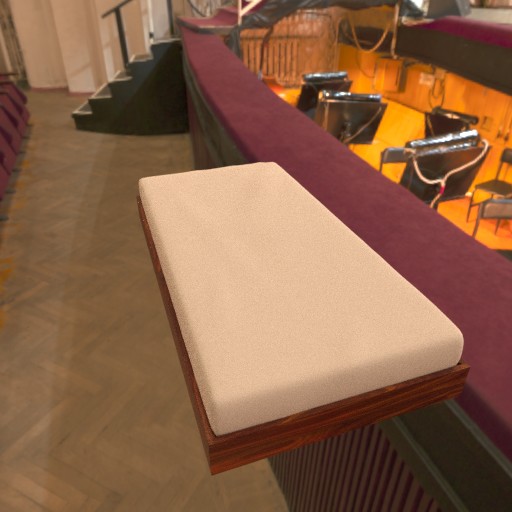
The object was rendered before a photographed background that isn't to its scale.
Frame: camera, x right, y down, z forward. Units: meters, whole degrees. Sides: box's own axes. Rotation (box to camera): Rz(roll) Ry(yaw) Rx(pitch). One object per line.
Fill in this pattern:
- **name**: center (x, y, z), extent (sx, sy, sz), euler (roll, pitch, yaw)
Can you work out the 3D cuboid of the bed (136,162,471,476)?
- **bed**: center (0.000, 0.000, 2.160), extent (0.940, 0.312, 1.860), euler (-10, 33, -16)
